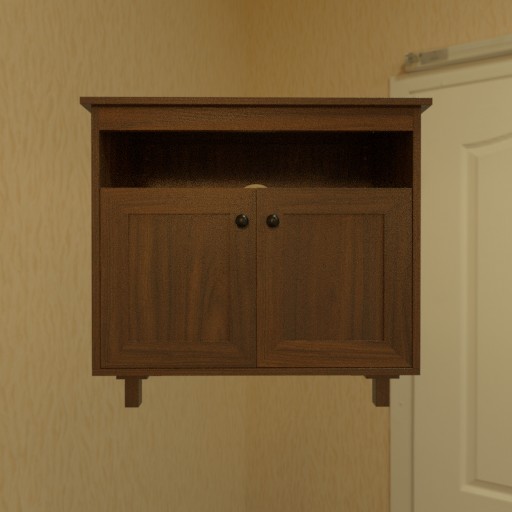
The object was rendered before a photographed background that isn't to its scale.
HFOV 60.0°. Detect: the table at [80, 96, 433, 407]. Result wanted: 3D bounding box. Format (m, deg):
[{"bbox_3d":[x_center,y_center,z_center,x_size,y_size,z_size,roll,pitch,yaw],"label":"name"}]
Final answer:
[{"bbox_3d":[0.000,0.000,1.196,0.802,0.725,0.390,0,0,0],"label":"table"}]
